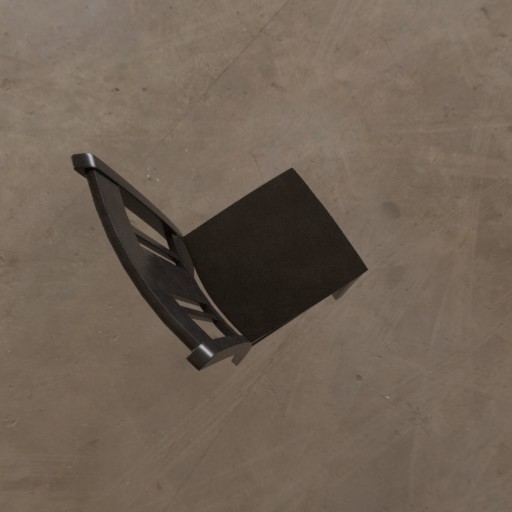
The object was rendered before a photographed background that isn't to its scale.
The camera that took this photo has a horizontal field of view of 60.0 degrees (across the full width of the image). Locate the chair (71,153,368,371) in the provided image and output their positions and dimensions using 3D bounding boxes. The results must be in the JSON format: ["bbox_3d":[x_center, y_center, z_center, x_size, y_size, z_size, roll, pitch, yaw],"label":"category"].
[{"bbox_3d":[0.000,0.000,1.266,0.555,0.998,0.450,-32,77,-8],"label":"chair"}]
